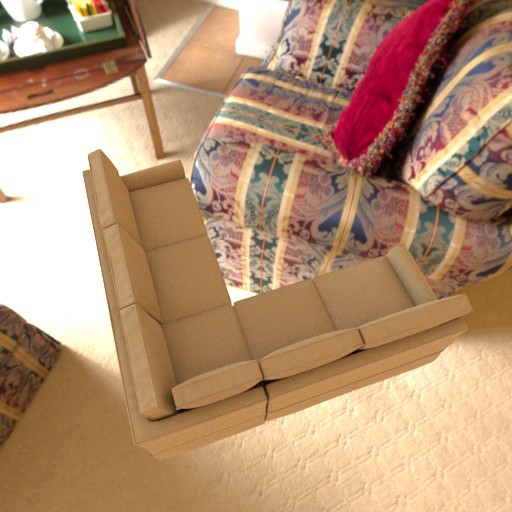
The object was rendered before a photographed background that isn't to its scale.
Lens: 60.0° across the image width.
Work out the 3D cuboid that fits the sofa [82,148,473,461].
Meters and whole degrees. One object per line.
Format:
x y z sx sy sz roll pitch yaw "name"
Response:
0.000 0.000 4.212 2.730 1.124 2.733 -16 60 -10 "sofa"
